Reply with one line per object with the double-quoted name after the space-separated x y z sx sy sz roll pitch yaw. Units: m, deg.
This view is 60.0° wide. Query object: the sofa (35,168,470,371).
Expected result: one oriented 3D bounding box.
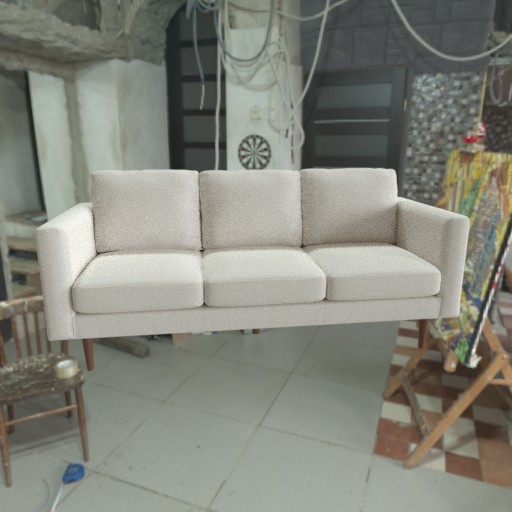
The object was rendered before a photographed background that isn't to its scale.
0.000 0.000 2.437 2.029 0.912 0.802 -2 15 -8 "sofa"
